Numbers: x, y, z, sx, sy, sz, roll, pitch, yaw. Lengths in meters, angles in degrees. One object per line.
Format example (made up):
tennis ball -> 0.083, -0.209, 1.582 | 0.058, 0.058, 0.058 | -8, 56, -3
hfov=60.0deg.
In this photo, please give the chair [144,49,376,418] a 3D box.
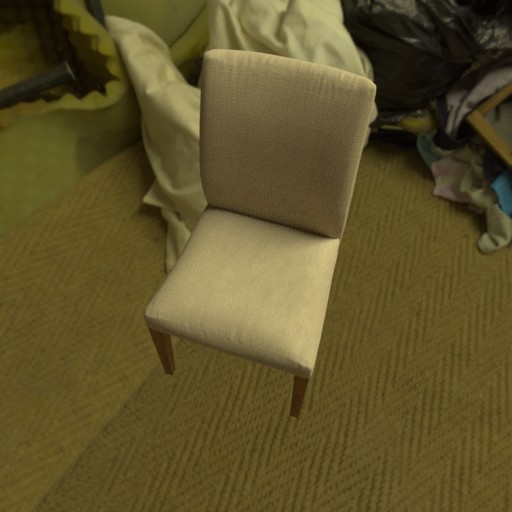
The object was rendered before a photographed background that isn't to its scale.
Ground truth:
chair -> 0.000, 0.000, 1.315 | 0.496, 0.940, 0.585 | 16, 58, 10
